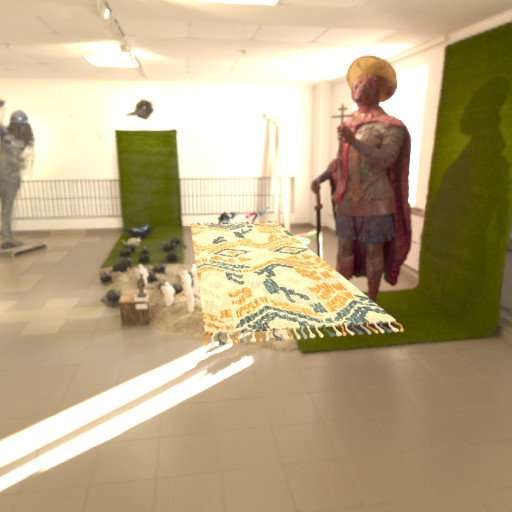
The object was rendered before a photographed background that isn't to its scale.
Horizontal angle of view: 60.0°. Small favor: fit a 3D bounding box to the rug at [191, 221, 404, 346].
[{"bbox_3d":[0.000,0.000,2.777,0.783,0.010,2.437,-2,15,-9],"label":"rug"}]
